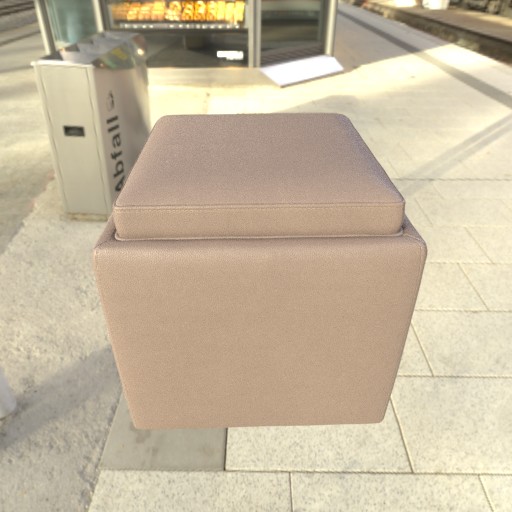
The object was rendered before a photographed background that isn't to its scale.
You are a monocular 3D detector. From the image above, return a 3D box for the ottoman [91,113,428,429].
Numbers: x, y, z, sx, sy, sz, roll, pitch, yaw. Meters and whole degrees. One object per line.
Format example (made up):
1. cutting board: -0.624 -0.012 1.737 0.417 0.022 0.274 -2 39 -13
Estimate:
1. ottoman: 0.000 0.000 0.831 0.450 0.460 0.451 -1 34 -1
